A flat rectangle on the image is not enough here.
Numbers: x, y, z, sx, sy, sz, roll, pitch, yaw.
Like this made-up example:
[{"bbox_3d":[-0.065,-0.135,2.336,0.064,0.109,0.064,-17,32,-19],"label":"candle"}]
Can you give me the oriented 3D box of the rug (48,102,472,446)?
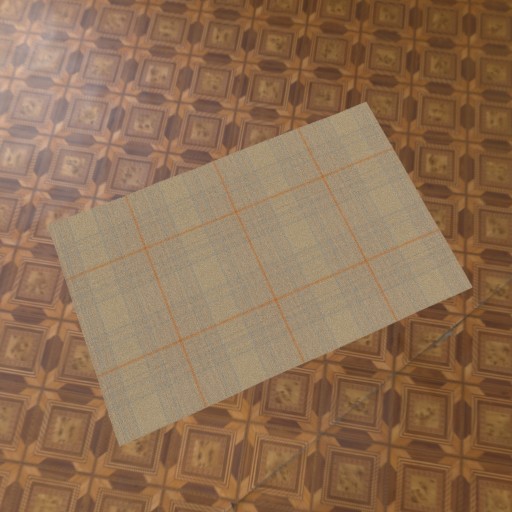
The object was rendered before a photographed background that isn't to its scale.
[{"bbox_3d":[0.000,0.000,2.969,2.442,0.016,1.527,-23,76,-6],"label":"rug"}]
